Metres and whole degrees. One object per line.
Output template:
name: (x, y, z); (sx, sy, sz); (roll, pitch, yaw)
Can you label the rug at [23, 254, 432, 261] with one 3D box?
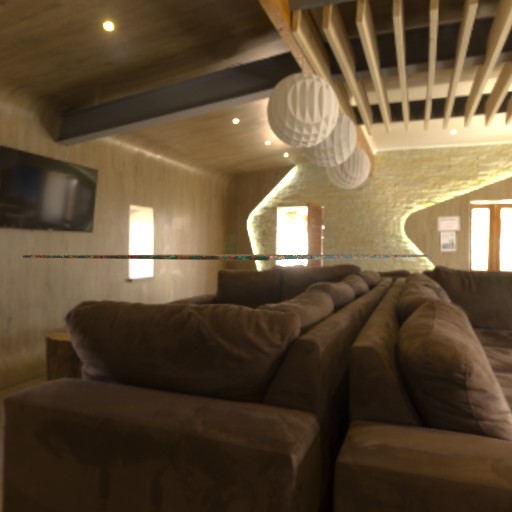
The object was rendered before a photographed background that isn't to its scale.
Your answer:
rug: (0.000, 0.000, 4.237); (2.434, 0.025, 3.204); (0, 0, 35)
